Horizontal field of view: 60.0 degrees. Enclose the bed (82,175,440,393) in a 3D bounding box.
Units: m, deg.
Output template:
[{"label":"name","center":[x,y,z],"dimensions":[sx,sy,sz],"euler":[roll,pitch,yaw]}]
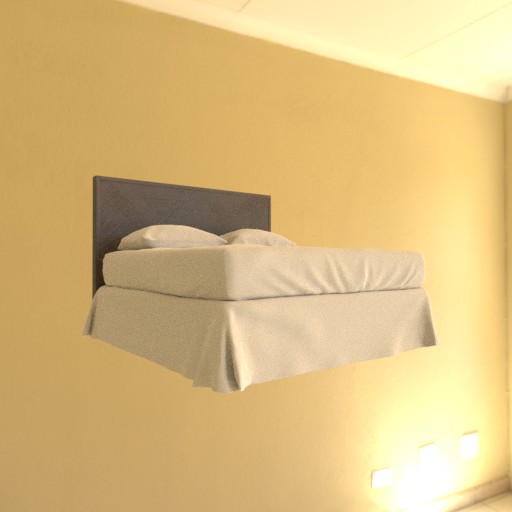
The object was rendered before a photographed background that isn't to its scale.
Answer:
[{"label":"bed","center":[0.000,0.000,2.954],"dimensions":[1.772,1.142,1.785],"euler":[0,-1,-38]}]
